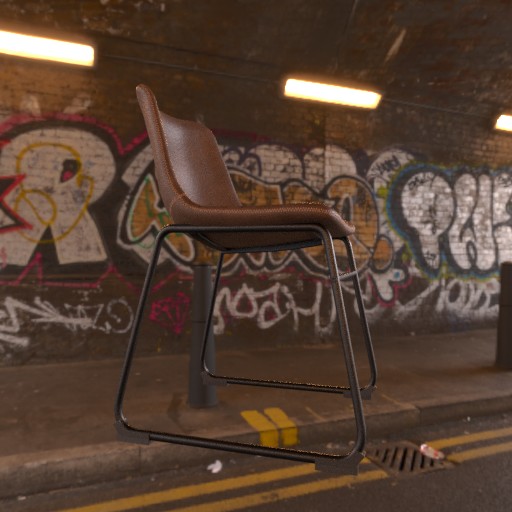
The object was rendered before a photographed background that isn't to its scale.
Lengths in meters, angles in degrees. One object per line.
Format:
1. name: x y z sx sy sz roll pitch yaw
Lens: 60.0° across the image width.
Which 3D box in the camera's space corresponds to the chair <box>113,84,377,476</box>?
1. chair: 0.000 0.000 1.082 0.551 0.780 0.460 0 0 18
